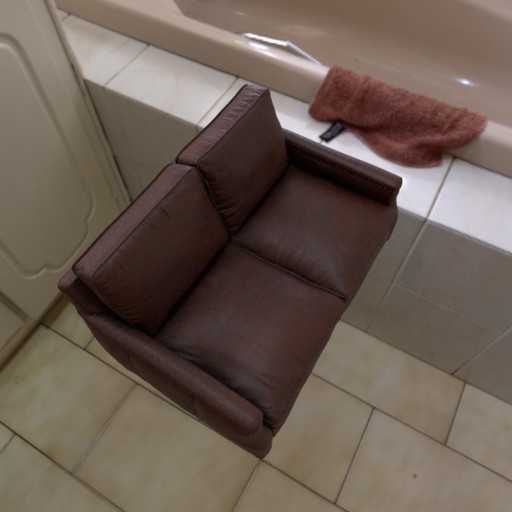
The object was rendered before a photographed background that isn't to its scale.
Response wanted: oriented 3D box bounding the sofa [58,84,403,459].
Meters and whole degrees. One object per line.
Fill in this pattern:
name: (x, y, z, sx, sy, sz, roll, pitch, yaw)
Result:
sofa: (0.000, 0.000, 2.355, 1.083, 1.003, 1.628, 28, 63, 16)
